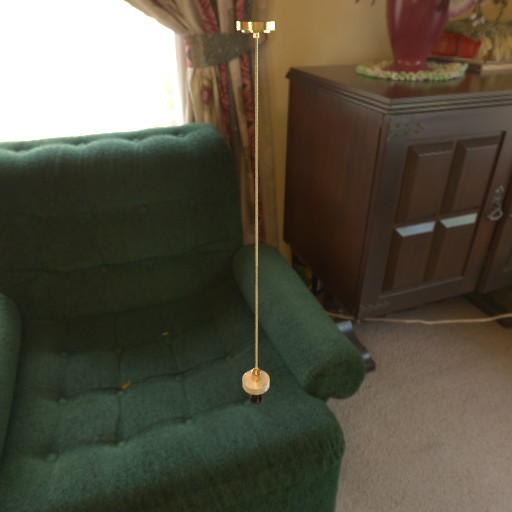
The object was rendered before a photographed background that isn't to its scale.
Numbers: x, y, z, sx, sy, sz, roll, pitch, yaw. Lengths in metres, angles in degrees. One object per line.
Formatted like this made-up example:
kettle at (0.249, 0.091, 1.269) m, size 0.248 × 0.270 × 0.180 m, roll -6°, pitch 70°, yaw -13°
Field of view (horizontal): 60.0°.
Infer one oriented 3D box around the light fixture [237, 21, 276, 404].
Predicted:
light fixture at (0.000, 0.000, 1.783) m, size 0.129 × 1.669 × 0.129 m, roll -21°, pitch 36°, yaw -32°
